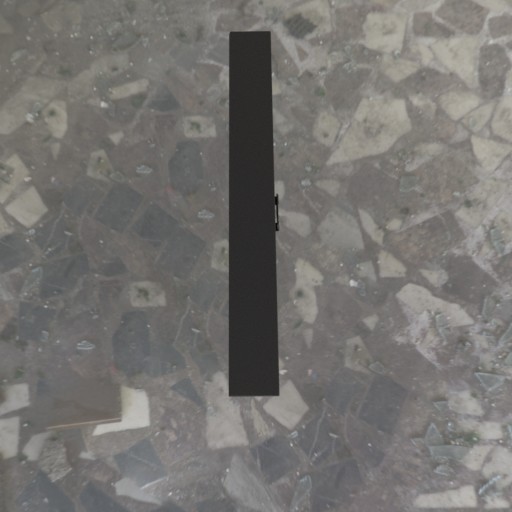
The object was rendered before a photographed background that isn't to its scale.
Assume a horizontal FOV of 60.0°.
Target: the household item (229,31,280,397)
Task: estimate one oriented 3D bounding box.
[{"bbox_3d":[0.000,0.000,0.239,0.022,0.178,0.133,-1,76,0],"label":"household item"}]
